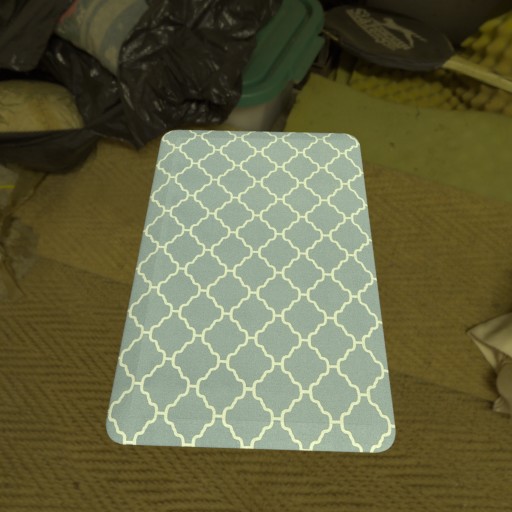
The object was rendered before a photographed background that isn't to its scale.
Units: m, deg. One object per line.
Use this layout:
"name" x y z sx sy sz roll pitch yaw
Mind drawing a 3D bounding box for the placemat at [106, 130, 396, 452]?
"placemat" 0.000 0.000 0.949 0.508 0.021 0.762 1 59 1
